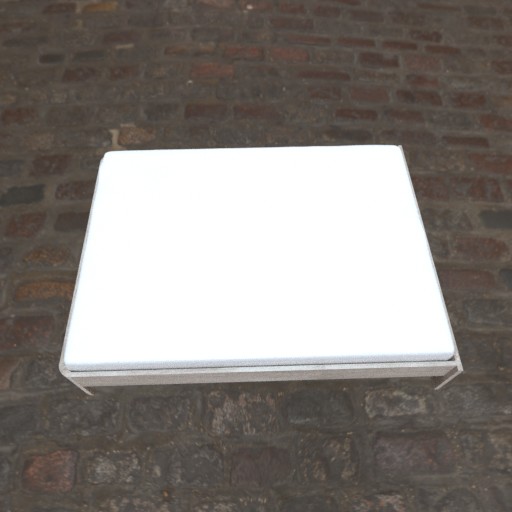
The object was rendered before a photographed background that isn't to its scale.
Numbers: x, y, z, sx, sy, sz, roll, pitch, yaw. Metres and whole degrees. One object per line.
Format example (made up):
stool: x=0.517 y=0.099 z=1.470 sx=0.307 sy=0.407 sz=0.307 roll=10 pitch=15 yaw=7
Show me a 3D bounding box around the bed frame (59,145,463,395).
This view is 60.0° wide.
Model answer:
bed frame: x=0.000 y=0.000 z=2.603 sx=1.950 sy=0.462 sz=1.490 roll=-1 pitch=59 yaw=-1
